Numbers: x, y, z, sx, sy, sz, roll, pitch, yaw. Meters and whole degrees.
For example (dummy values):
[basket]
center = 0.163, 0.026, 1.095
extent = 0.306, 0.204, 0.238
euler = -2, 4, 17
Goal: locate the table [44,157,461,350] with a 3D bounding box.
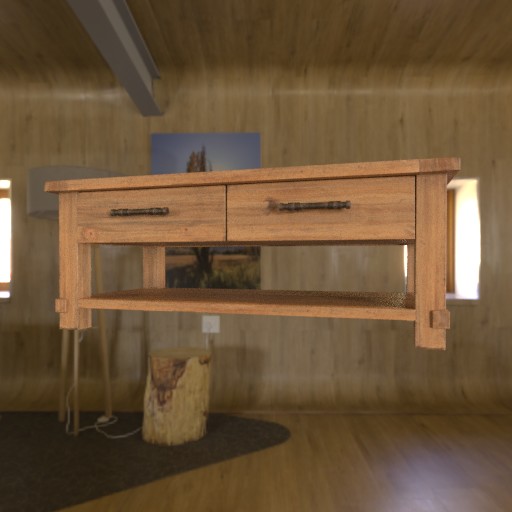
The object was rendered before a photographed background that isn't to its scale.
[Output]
[table]
center = 0.000, 0.000, 1.612
extent = 1.270, 0.494, 0.693
euler = 0, 0, 17
